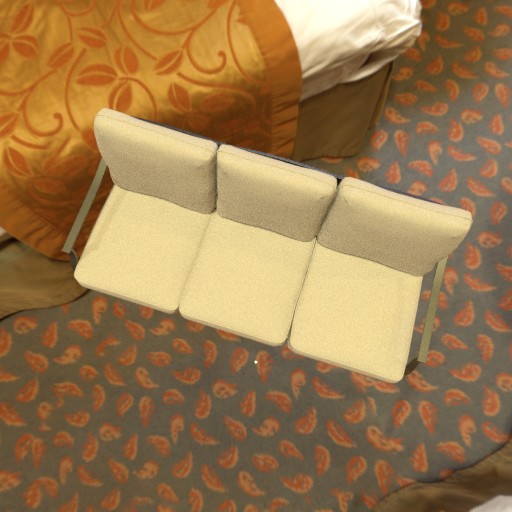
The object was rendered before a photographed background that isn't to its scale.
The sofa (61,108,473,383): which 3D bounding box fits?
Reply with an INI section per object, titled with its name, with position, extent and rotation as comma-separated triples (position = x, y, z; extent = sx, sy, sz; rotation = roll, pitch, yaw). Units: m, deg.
[sofa]
position = 0.000, 0.000, 2.196
extent = 1.740, 0.860, 0.787
rotation = 17, 77, 4
